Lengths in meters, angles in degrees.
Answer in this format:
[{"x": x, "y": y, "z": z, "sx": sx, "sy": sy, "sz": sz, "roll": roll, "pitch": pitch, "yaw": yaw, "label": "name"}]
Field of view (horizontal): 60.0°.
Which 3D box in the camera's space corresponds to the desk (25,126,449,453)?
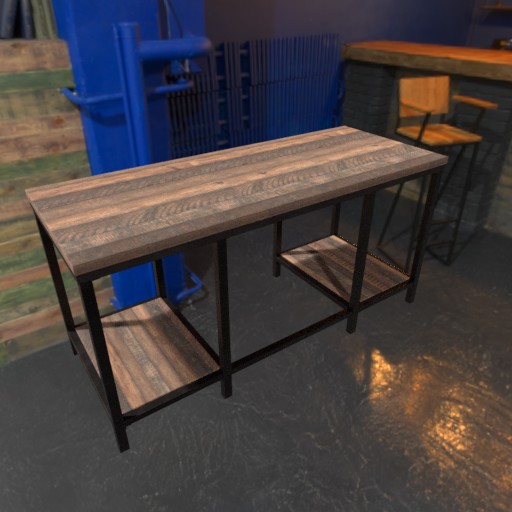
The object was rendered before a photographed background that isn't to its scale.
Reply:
[{"x": 0.000, "y": 0.000, "z": 1.897, "sx": 1.538, "sy": 0.753, "sz": 0.617, "roll": -19, "pitch": 36, "yaw": -29, "label": "desk"}]
